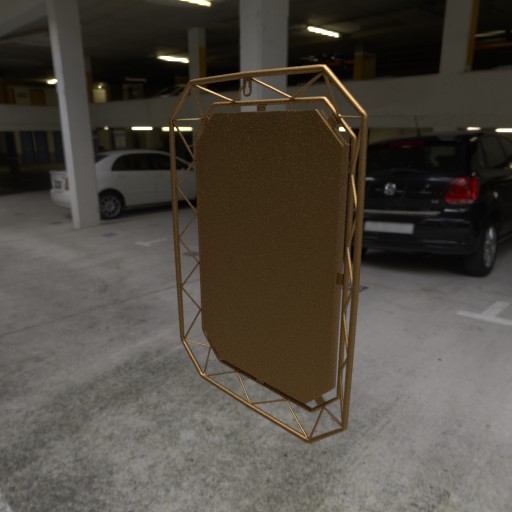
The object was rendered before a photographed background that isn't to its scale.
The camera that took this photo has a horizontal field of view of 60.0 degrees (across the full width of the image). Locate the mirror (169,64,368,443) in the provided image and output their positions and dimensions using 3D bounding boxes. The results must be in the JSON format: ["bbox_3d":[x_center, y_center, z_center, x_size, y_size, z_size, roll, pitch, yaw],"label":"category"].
[{"bbox_3d":[0.000,0.000,0.734,0.042,0.566,0.417,-16,22,-42],"label":"mirror"}]
